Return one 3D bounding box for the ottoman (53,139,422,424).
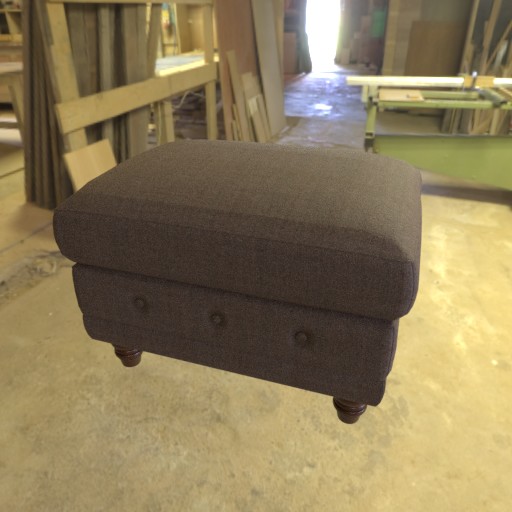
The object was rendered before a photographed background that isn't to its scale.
[{"bbox_3d":[0.000,0.000,1.212,0.809,0.555,0.599,9,29,17],"label":"ottoman"}]
